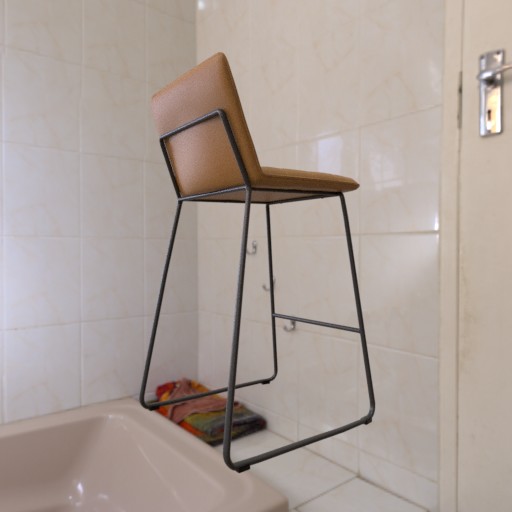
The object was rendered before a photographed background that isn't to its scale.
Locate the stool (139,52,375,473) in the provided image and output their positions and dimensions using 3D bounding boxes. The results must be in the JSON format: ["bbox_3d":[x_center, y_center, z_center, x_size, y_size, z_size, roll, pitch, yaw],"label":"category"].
[{"bbox_3d":[0.000,0.000,1.290,0.524,0.936,0.489,-1,1,-37],"label":"stool"}]
